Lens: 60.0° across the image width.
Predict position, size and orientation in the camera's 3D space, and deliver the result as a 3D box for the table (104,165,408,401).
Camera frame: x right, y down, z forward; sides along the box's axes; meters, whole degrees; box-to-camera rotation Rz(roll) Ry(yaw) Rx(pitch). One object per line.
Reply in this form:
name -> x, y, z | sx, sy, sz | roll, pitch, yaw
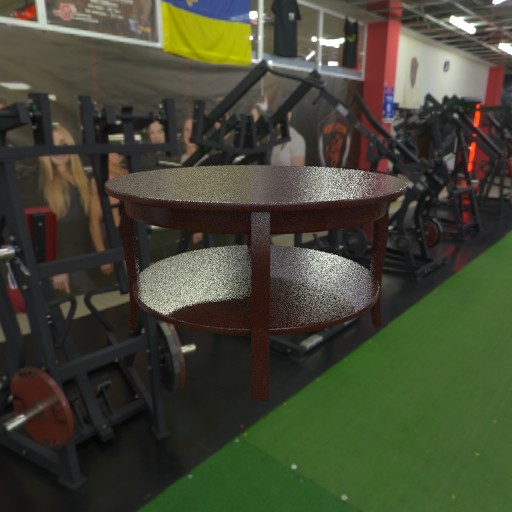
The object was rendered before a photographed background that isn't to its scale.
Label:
table -> 0.000, 0.000, 1.473 | 0.911, 0.512, 0.911 | 0, 17, 0
